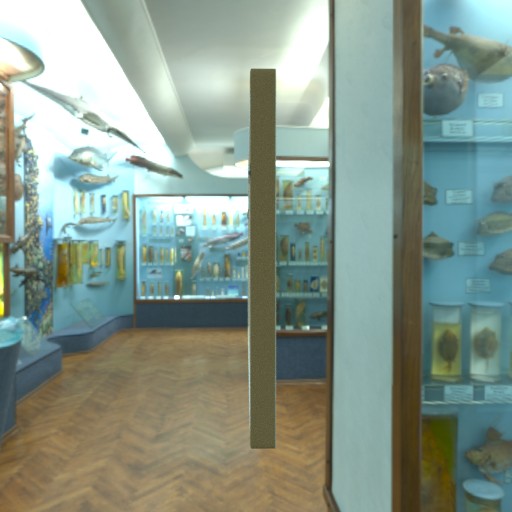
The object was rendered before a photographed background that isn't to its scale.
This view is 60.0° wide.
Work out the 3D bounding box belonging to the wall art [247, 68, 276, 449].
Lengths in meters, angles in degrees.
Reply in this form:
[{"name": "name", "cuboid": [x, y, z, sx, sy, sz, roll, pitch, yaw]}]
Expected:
[{"name": "wall art", "cuboid": [0.000, 0.000, 0.483, 0.019, 0.254, 0.380, 0, 1, -1]}]
